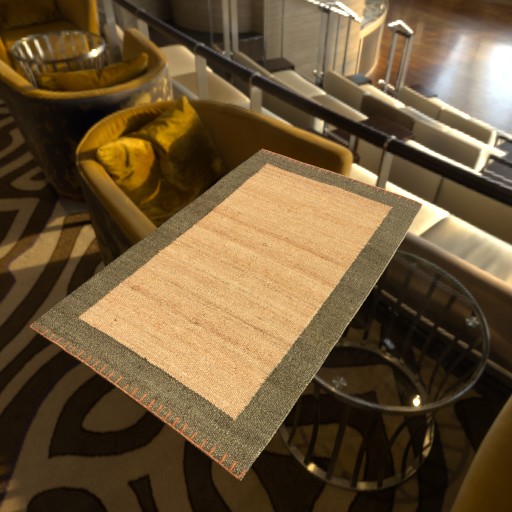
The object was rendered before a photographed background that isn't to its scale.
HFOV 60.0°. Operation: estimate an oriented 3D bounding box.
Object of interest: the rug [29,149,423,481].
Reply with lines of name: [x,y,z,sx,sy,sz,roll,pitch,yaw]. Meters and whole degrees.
rug: [0.000,0.000,2.955,1.521,0.006,2.435,25,48,24]
